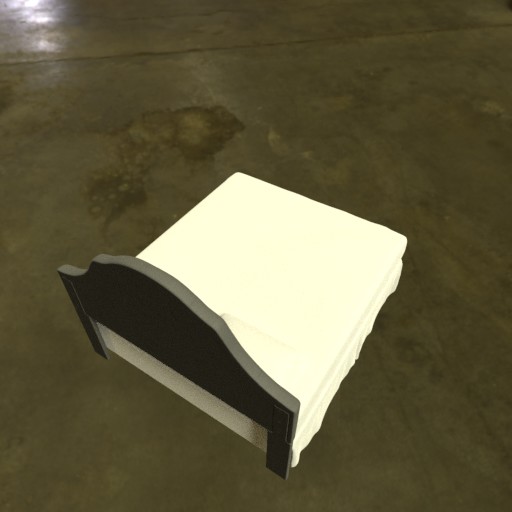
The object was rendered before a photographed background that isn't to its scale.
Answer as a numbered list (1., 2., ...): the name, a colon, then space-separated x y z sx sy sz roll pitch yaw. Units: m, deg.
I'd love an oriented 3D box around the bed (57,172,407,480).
1. bed: 0.000 0.000 3.616 2.008 1.615 2.214 25 50 23
